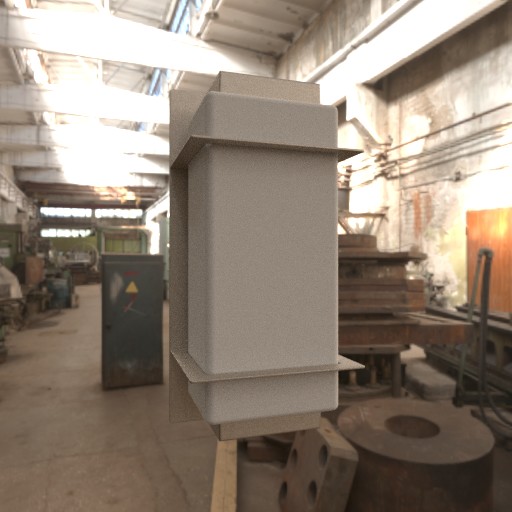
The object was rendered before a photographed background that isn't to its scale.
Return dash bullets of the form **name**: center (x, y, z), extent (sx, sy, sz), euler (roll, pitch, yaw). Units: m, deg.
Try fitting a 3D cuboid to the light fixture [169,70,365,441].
- **light fixture**: center (0.000, 0.000, 0.474), extent (0.168, 0.380, 0.160), euler (0, 0, -18)
